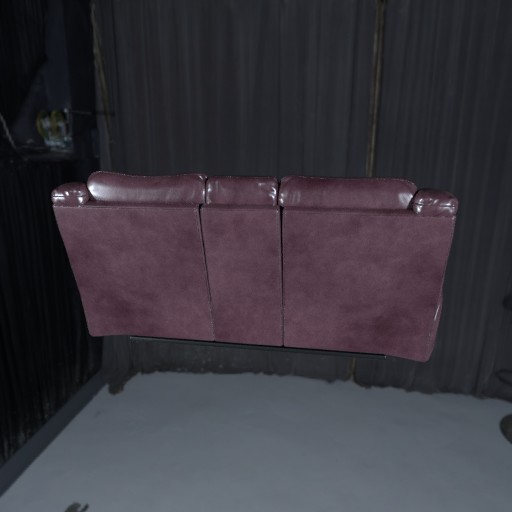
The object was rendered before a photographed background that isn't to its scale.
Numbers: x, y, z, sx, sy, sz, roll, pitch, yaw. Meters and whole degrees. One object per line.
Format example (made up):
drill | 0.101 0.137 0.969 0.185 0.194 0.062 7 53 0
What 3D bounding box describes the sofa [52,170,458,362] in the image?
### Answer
sofa | 0.000 0.000 2.633 2.058 1.043 0.991 3 16 9
